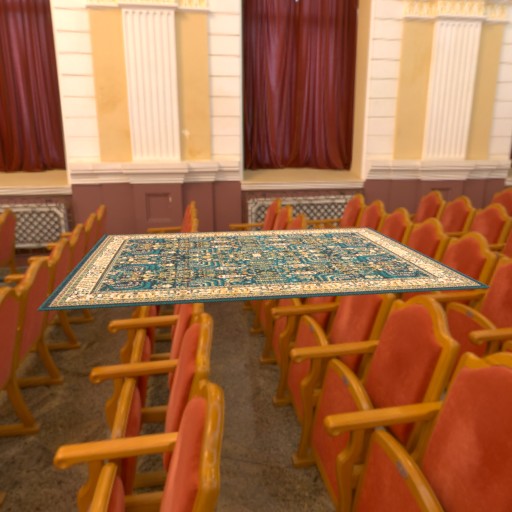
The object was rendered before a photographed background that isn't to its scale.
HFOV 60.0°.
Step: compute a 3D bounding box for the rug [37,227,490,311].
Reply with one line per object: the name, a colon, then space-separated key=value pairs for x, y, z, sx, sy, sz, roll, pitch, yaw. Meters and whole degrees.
rug: x=0.000 y=0.000 z=4.001 sx=3.044 sy=0.015 sz=2.226 roll=-2 pitch=15 yaw=-8
